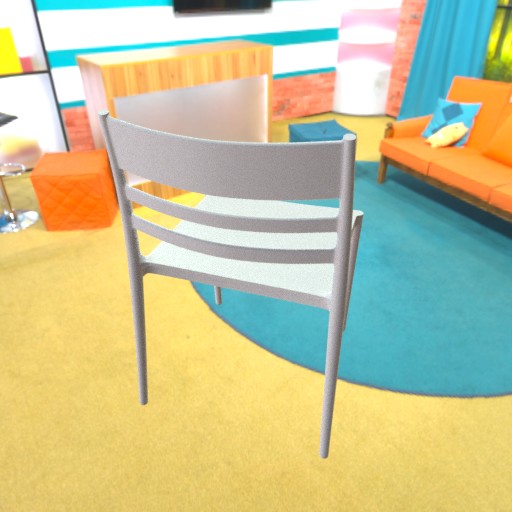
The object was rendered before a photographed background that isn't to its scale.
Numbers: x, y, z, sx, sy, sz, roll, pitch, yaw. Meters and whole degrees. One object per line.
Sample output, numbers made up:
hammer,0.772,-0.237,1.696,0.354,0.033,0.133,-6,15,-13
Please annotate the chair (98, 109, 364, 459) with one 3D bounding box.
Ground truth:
chair,0.000,0.000,1.138,0.531,0.800,0.511,10,34,15
